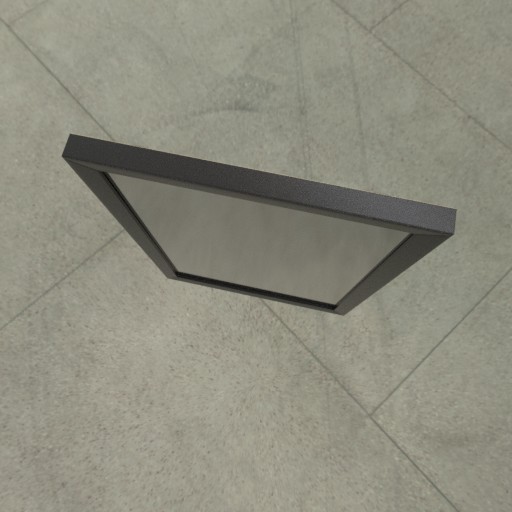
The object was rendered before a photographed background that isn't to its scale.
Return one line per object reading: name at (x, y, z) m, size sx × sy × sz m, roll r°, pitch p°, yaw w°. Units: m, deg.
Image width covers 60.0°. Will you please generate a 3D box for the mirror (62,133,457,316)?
mirror at (0.000, 0.000, 0.906) m, size 0.507 × 0.710 × 0.040 m, roll 12°, pitch 75°, yaw 3°
